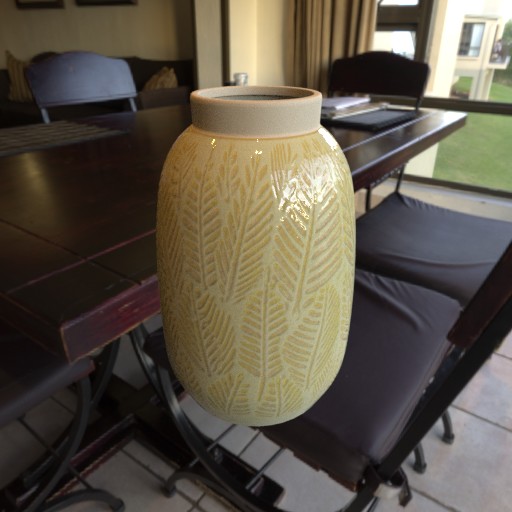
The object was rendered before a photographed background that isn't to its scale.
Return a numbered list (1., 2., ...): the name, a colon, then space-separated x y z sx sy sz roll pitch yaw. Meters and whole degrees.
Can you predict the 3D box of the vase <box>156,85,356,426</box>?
1. vase: 0.000 0.000 0.387 0.172 0.270 0.172 0 27 0
